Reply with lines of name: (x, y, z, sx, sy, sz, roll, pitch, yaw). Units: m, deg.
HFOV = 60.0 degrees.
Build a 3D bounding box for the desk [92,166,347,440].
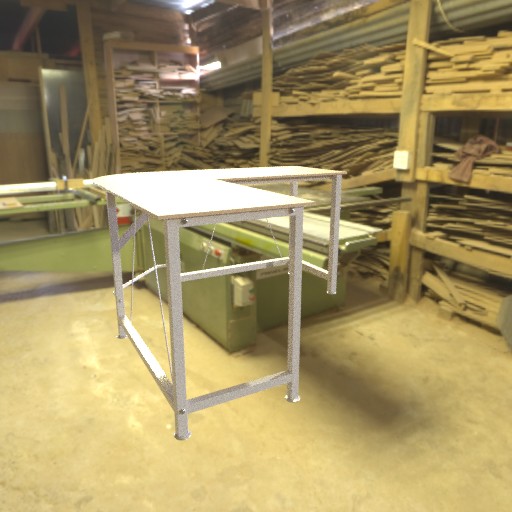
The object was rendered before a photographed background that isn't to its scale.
desk: (0.000, 0.000, 2.252, 1.400, 0.762, 1.400, -8, 18, -28)
